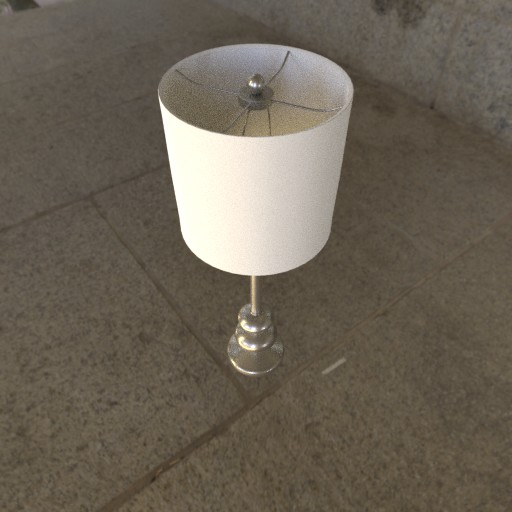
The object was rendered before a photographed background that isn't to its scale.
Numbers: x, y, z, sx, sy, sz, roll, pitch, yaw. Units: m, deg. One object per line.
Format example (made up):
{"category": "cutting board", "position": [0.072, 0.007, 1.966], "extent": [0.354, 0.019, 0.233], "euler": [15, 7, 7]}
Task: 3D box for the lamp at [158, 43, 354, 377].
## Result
{"category": "lamp", "position": [0.000, 0.000, 0.824], "extent": [0.254, 0.690, 0.254], "euler": [18, 50, 16]}
